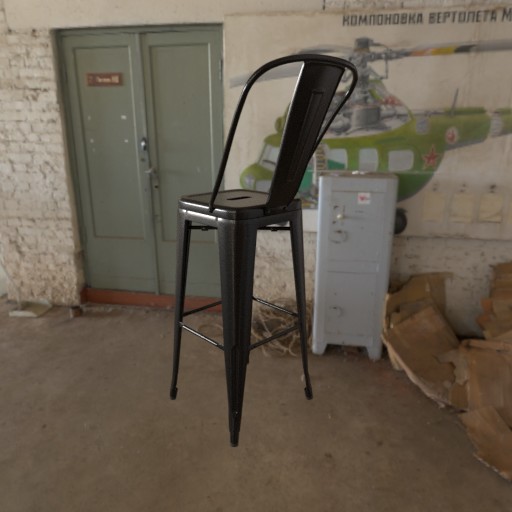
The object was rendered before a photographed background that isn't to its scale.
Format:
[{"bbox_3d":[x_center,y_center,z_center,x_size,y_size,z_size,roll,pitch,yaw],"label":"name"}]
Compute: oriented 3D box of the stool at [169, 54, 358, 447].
[{"bbox_3d":[0.000,0.000,1.376,0.399,1.096,0.513,-15,22,-41],"label":"stool"}]
